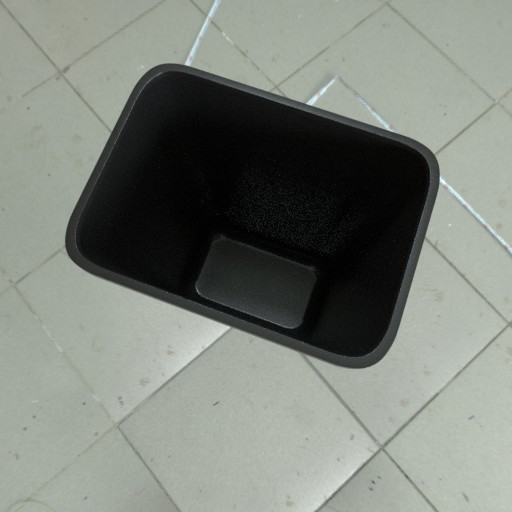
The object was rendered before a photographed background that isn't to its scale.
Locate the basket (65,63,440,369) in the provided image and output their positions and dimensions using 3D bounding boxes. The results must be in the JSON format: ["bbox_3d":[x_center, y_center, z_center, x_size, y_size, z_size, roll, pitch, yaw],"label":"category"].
[{"bbox_3d":[0.000,0.000,0.768,0.394,0.521,0.287,20,77,5],"label":"basket"}]
